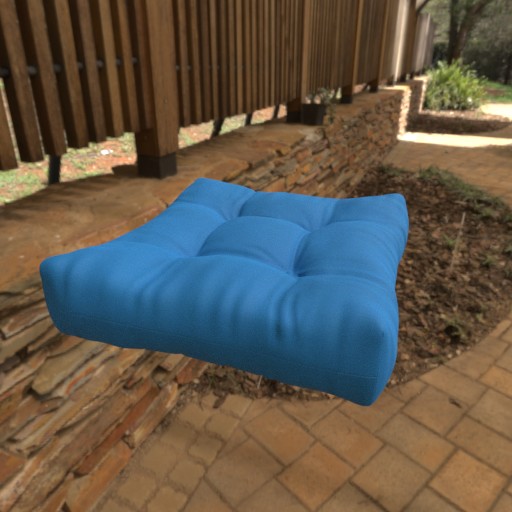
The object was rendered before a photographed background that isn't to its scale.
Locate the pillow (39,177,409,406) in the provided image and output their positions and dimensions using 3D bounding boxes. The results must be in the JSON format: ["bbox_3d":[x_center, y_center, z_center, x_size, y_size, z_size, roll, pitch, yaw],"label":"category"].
[{"bbox_3d":[0.000,0.000,0.732,0.468,0.128,0.490,8,26,17],"label":"pillow"}]
